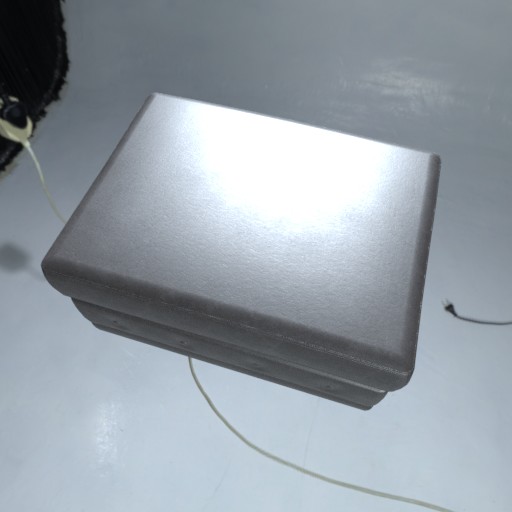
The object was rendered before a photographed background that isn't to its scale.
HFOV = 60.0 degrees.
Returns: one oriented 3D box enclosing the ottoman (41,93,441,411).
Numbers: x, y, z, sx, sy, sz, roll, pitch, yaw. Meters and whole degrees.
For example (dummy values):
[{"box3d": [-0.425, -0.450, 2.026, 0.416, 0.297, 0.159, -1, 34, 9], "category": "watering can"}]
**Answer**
[{"box3d": [0.000, 0.000, 1.191, 0.795, 0.498, 0.590, 15, 60, 9], "category": "ottoman"}]
